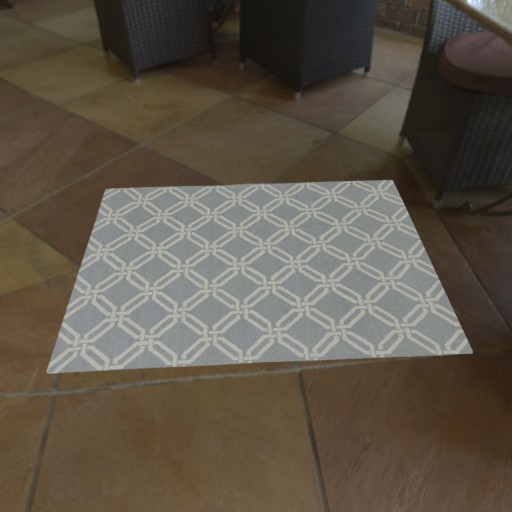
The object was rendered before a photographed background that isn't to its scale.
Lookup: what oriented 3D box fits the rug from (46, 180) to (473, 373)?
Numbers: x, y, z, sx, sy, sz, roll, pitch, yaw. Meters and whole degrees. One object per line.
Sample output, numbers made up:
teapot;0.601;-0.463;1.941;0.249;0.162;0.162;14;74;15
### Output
rug;0.000;0.000;2.742;2.133;0.013;1.522;-2;44;-2
